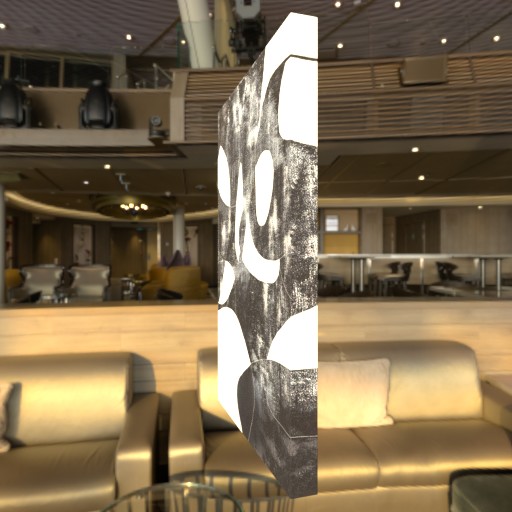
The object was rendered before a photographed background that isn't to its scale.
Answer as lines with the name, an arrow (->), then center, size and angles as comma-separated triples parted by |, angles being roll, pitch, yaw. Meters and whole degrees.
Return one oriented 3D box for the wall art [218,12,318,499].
wall art -> 0.000, 0.000, 0.754 | 0.039, 0.610, 0.407 | 0, 0, -18
